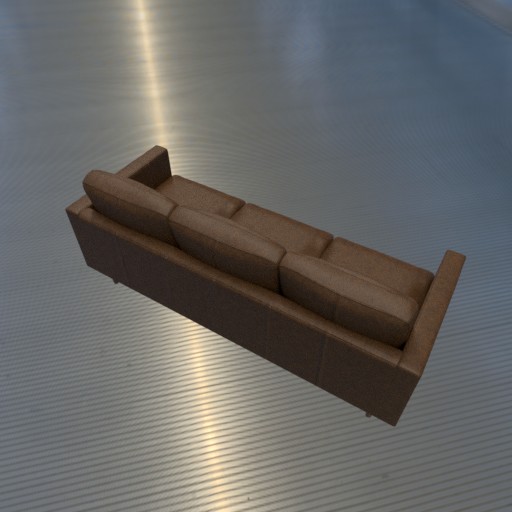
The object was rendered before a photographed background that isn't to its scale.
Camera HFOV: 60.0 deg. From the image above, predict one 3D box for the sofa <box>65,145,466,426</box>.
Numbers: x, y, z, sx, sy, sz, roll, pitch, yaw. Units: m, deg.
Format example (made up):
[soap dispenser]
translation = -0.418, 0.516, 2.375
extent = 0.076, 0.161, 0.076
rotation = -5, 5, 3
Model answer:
[sofa]
translation = 0.000, 0.000, 2.764
extent = 2.231, 0.930, 0.903
rotation = 23, 50, 21
